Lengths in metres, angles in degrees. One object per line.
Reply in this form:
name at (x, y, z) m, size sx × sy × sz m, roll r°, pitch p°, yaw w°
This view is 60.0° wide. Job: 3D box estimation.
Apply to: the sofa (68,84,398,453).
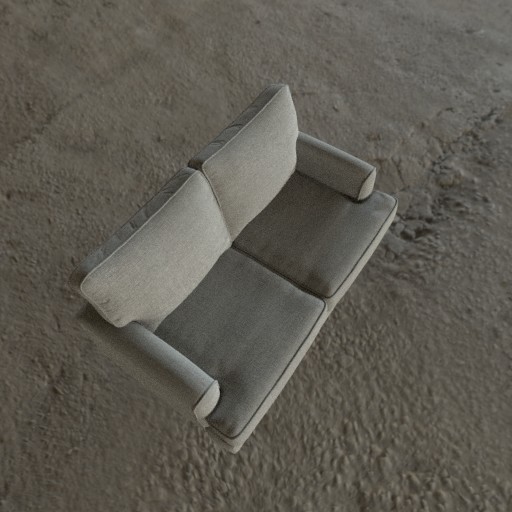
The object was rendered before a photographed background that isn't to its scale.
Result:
sofa at (0.000, 0.000, 2.344) m, size 0.965 × 0.965 × 1.651 m, roll 31°, pitch 63°, yaw 18°
